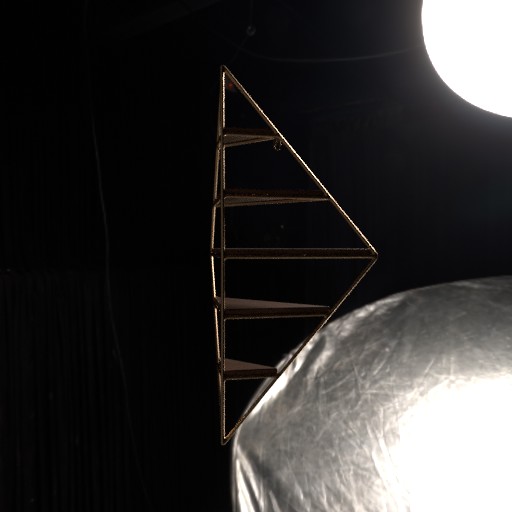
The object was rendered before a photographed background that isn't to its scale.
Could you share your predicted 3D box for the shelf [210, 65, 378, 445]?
[{"bbox_3d":[0.000,0.000,1.181,0.564,0.913,0.294,1,2,35],"label":"shelf"}]
